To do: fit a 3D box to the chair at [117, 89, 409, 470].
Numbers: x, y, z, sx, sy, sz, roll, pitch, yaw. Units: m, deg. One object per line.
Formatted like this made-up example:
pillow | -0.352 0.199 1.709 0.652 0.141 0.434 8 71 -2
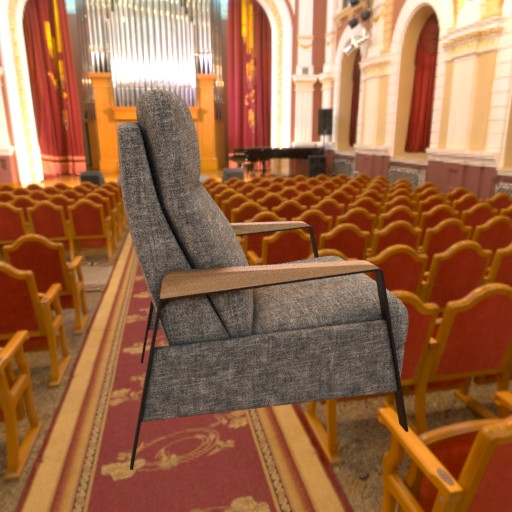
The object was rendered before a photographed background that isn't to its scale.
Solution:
chair | 0.000 0.000 1.527 0.868 1.042 0.671 -3 15 -11
